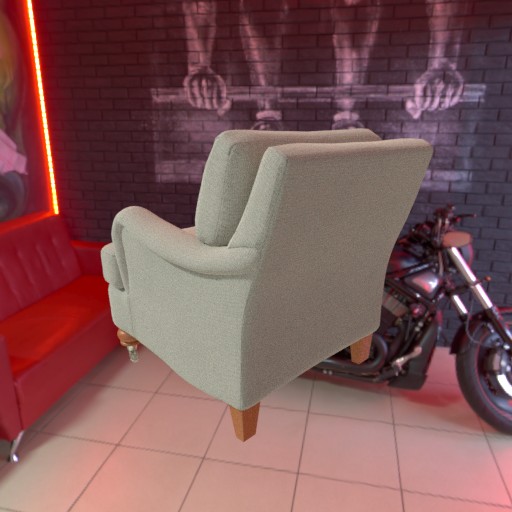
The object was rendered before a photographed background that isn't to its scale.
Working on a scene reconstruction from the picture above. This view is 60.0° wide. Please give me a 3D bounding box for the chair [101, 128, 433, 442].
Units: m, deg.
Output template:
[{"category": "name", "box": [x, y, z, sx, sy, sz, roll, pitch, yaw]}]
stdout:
[{"category": "chair", "box": [0.000, 0.000, 1.879, 1.070, 1.038, 0.955, 16, 23, 42]}]
